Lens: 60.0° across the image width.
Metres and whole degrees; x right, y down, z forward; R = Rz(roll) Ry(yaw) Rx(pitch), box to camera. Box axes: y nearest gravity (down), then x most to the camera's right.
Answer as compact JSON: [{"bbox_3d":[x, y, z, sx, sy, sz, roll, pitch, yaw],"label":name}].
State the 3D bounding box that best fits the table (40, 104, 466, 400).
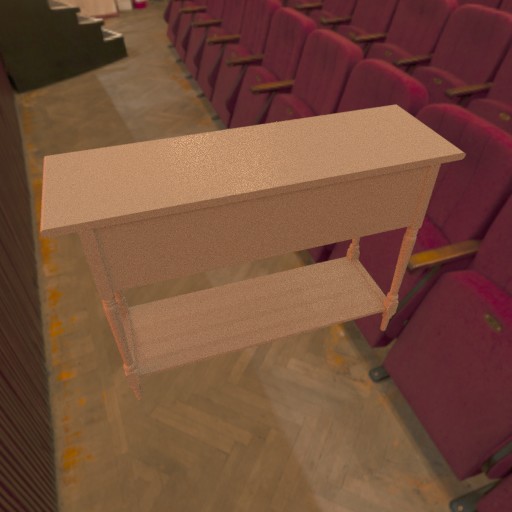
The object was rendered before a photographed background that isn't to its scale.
[{"bbox_3d":[0.000,0.000,1.581,1.197,0.808,0.384,-12,43,-14],"label":"table"}]
